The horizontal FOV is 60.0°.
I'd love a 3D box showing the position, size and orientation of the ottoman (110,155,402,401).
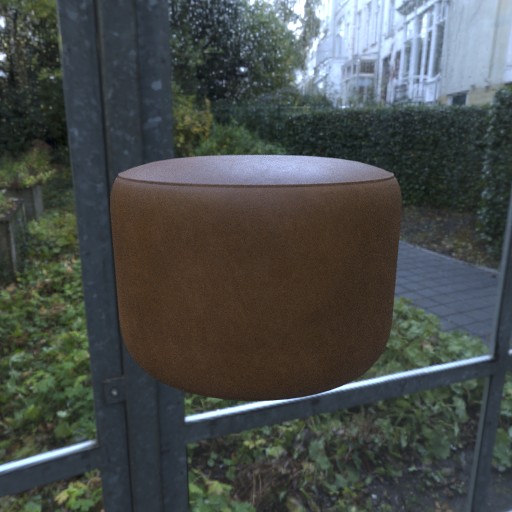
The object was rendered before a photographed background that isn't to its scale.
[{"bbox_3d":[0.000,0.000,1.000,0.607,0.438,0.607,0,15,0],"label":"ottoman"}]
